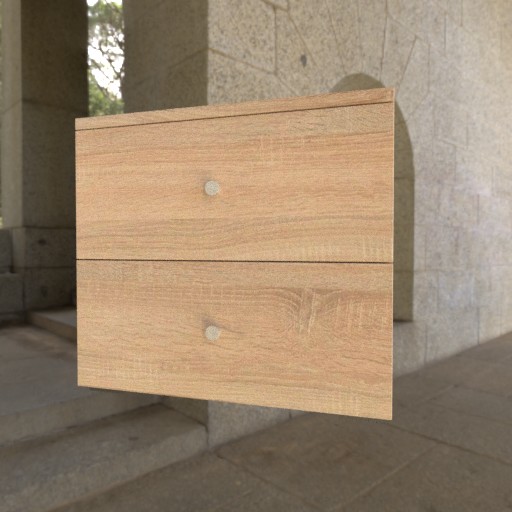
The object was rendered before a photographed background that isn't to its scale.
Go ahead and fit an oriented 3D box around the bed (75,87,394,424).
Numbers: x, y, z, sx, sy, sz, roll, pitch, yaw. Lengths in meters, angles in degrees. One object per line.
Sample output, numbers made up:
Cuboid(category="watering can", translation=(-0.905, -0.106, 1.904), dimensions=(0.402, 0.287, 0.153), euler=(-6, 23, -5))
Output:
Cuboid(category="bed", translation=(0.000, 0.000, 0.781), dimensions=(0.460, 0.420, 0.401), euler=(0, 1, 17))
